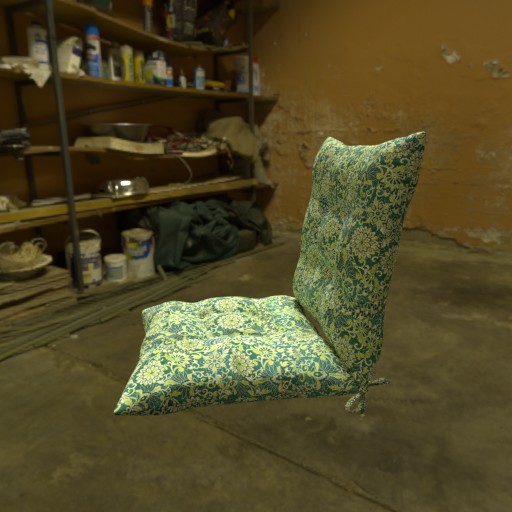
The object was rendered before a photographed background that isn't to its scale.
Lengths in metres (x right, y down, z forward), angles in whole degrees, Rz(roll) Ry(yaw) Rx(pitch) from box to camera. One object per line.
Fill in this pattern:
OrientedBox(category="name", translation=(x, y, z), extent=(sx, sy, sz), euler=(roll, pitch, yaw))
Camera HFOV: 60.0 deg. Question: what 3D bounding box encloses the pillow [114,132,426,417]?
OrientedBox(category="pillow", translation=(0.000, 0.000, 1.010), extent=(0.585, 0.536, 0.541), euler=(-2, 15, -9))
